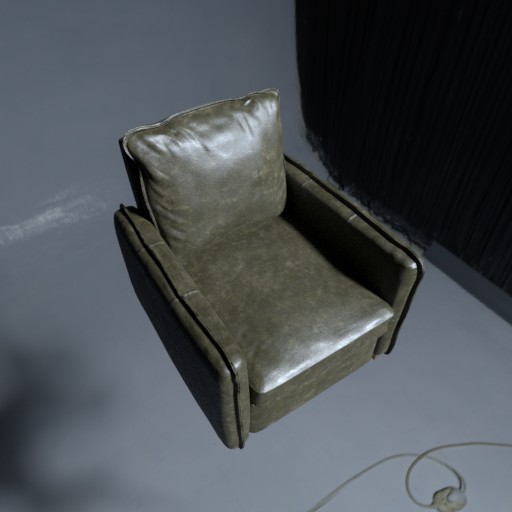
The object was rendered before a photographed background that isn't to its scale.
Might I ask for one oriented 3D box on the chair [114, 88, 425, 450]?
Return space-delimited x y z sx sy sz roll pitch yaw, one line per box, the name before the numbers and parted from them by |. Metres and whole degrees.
chair | 0.000 0.000 1.644 0.830 0.921 0.921 -25 51 -22
